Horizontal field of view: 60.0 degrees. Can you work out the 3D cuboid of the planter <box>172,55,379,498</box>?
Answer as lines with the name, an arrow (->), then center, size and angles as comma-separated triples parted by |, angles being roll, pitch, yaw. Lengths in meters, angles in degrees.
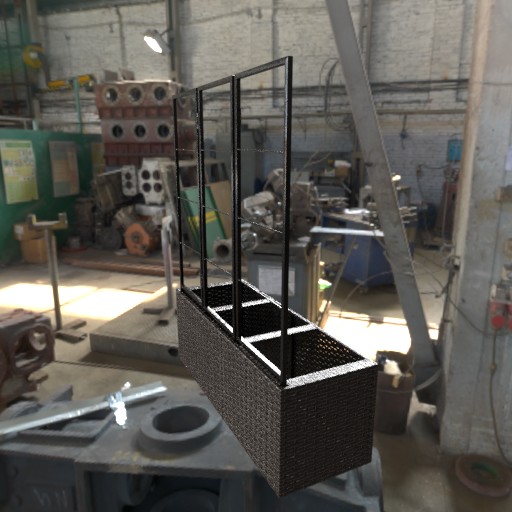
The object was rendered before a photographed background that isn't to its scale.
planter -> 0.000, 0.000, 1.156 | 0.244, 0.841, 0.699 | -7, 15, -26
